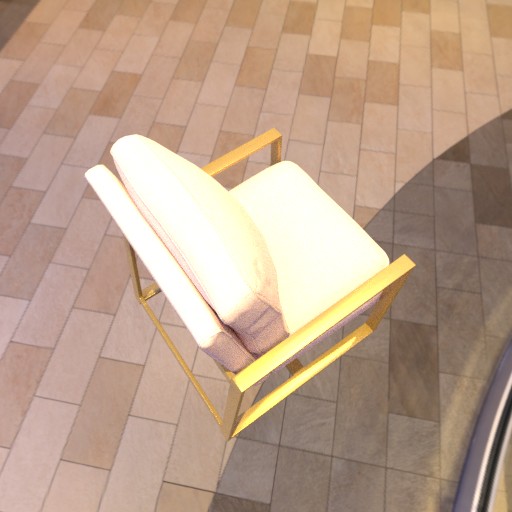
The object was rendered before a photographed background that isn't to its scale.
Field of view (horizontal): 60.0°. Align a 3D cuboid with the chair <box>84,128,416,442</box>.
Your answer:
[{"bbox_3d":[0.000,0.000,1.560,0.813,0.956,0.758,-31,64,-17],"label":"chair"}]
